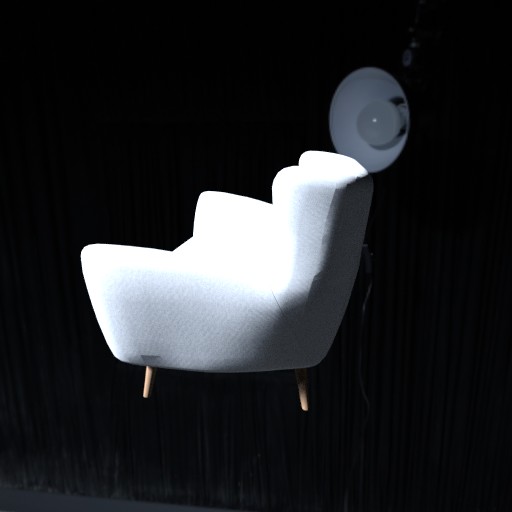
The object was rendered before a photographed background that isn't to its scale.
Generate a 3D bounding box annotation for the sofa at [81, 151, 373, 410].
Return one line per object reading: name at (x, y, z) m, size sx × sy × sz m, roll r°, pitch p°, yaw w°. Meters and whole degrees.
sofa at (0.000, 0.000, 1.993) m, size 0.921 × 0.878 × 1.424 m, roll 2°, pitch 15°, yaw 9°
